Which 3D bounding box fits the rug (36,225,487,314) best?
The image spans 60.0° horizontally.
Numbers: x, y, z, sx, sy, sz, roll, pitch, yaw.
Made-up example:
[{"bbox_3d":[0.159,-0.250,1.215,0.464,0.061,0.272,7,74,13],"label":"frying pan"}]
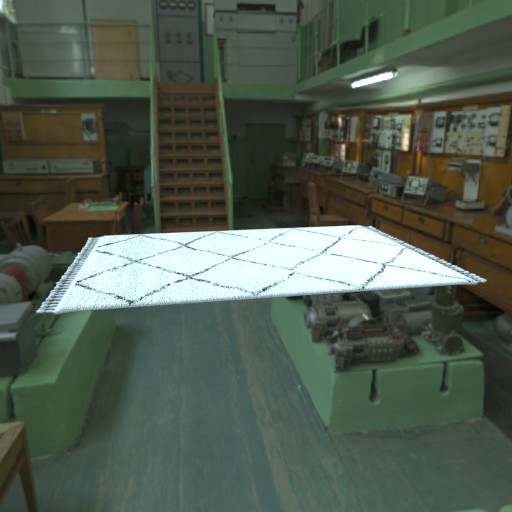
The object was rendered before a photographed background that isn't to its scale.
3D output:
[{"bbox_3d":[0.000,0.000,2.877,2.307,0.031,1.494,-3,16,-11],"label":"rug"}]
